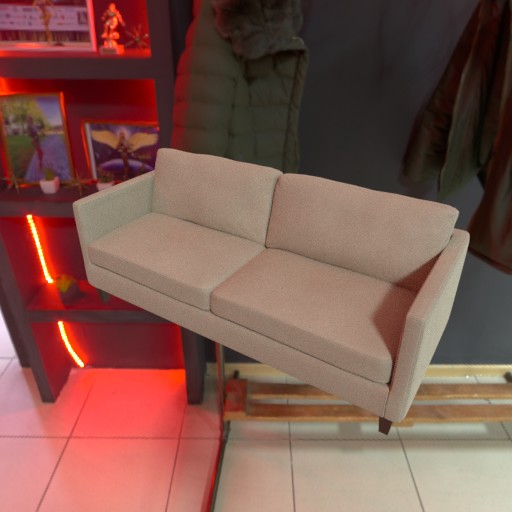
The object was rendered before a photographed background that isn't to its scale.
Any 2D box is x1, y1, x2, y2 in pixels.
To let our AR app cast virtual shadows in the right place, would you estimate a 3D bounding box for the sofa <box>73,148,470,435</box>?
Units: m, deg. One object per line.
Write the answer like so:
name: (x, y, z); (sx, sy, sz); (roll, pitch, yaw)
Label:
sofa: (0.000, 0.000, 2.685); (2.181, 0.932, 0.948); (18, 34, 28)
